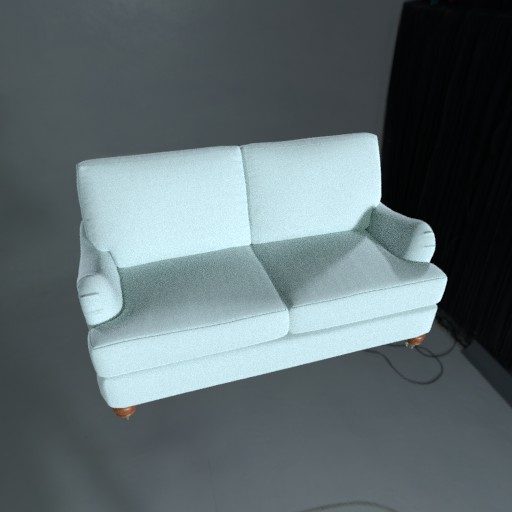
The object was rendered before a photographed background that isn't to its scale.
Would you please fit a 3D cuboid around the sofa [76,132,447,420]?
[{"bbox_3d":[0.000,0.000,2.500,1.853,1.101,1.084,-10,33,-15],"label":"sofa"}]
